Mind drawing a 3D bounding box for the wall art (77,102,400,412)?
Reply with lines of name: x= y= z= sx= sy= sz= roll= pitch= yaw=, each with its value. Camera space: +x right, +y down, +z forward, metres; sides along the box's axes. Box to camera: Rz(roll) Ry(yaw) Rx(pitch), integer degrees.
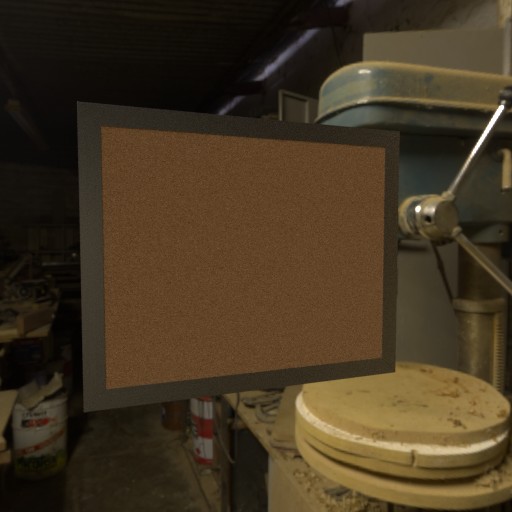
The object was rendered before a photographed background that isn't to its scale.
wall art: x=0.000 y=0.000 z=0.758 sx=0.557 sy=0.456 sz=0.032 roll=-1 pitch=3 yaw=-20
